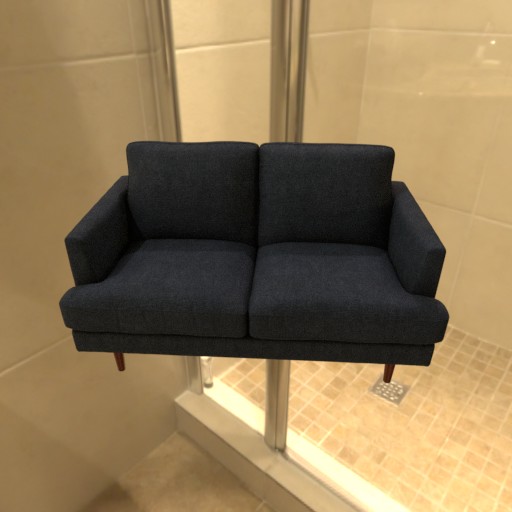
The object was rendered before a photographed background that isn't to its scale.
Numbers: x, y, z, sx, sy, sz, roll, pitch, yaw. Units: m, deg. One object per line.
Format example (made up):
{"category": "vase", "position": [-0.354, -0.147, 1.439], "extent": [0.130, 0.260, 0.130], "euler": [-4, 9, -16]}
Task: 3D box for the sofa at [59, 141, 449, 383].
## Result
{"category": "sofa", "position": [0.000, 0.000, 2.135], "extent": [1.582, 0.944, 0.903], "euler": [2, 30, 3]}
